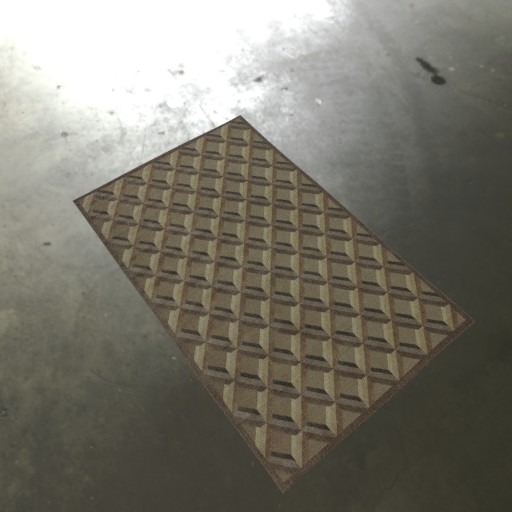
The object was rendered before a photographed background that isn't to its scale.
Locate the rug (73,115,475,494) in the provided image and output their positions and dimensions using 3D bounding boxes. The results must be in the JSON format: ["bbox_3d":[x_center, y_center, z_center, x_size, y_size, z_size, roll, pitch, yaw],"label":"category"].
[{"bbox_3d":[0.000,0.000,2.071,1.066,0.011,1.677,-33,63,-19],"label":"rug"}]
